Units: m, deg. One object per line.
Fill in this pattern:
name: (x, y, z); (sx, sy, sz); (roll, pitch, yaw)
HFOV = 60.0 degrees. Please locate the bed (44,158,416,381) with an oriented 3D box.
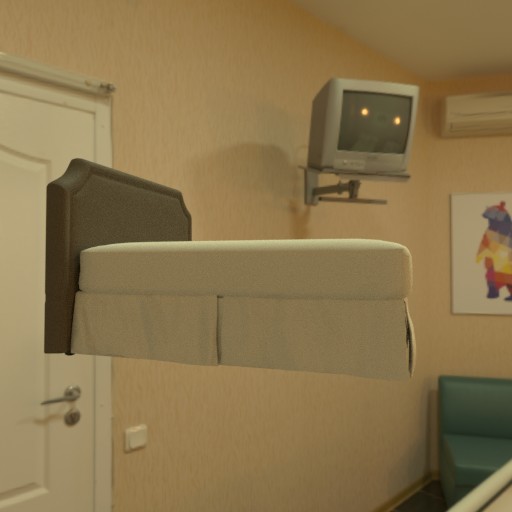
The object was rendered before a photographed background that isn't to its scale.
bed: (0.000, 0.000, 3.261); (2.181, 1.297, 1.831); (0, -1, 18)
